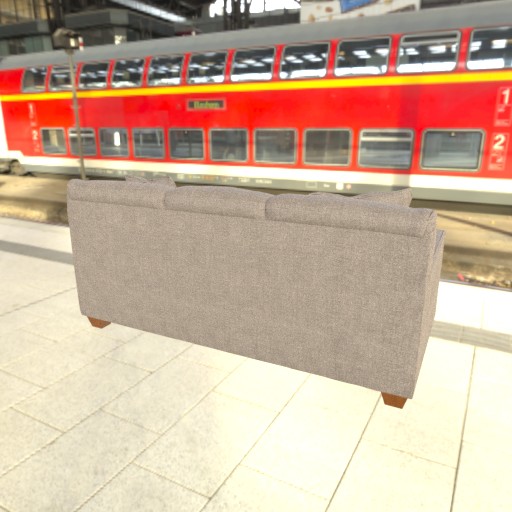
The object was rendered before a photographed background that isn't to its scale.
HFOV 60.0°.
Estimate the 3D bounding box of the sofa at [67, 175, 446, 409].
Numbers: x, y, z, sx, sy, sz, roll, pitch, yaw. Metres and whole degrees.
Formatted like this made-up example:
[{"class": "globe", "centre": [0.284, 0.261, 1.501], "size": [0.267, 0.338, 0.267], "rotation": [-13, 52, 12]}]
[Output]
[{"class": "sofa", "centre": [0.000, 0.000, 2.654], "size": [2.024, 0.958, 0.997], "rotation": [8, 19, 25]}]
